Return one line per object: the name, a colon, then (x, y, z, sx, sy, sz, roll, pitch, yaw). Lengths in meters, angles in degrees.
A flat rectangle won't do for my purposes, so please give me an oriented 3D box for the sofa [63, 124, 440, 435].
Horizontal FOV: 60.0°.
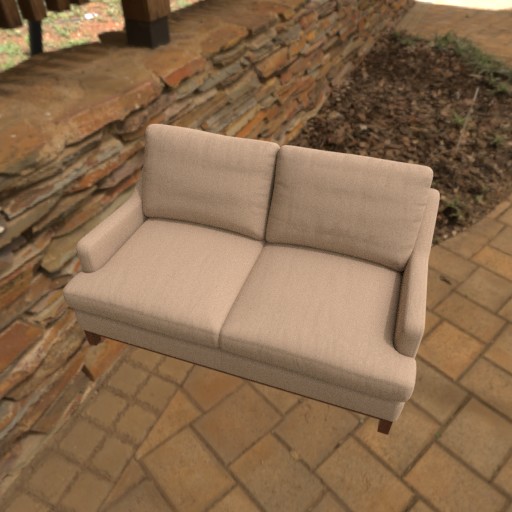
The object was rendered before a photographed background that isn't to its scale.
sofa: (0.000, 0.000, 2.196, 1.619, 0.910, 1.004, 13, 42, 15)
